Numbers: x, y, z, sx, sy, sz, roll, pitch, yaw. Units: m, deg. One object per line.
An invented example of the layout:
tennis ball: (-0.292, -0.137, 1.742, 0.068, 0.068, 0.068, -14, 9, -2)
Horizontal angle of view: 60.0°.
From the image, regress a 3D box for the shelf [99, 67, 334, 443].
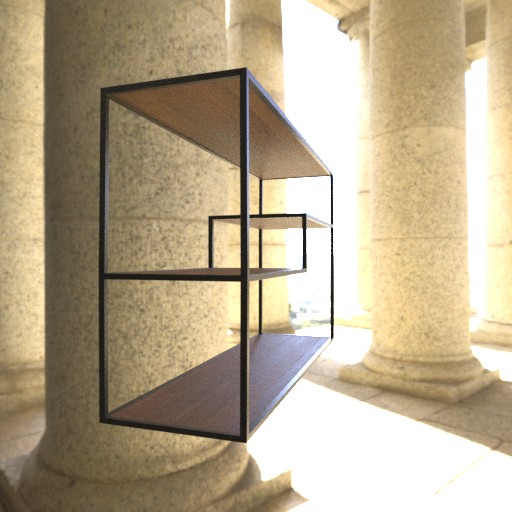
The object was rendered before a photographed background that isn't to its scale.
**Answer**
shelf: (0.000, 0.000, 1.525, 0.361, 0.765, 1.201, 0, 0, 18)
